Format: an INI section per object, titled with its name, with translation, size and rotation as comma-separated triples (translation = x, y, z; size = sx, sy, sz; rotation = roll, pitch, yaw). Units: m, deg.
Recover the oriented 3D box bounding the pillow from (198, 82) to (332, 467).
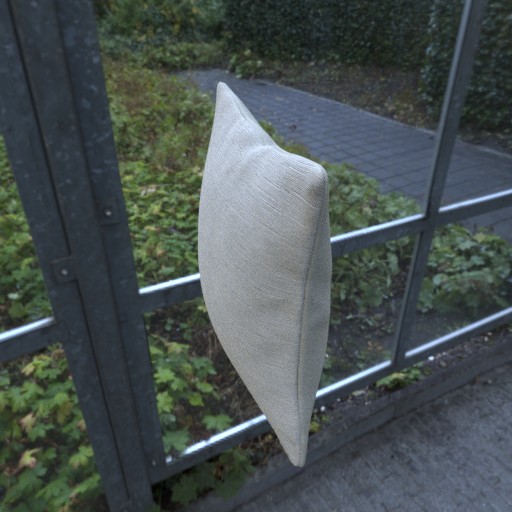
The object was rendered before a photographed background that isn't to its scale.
[pillow]
translation = 0.000, 0.000, 0.656
size = 0.162, 0.420, 0.437
rotation = -8, 32, -13
